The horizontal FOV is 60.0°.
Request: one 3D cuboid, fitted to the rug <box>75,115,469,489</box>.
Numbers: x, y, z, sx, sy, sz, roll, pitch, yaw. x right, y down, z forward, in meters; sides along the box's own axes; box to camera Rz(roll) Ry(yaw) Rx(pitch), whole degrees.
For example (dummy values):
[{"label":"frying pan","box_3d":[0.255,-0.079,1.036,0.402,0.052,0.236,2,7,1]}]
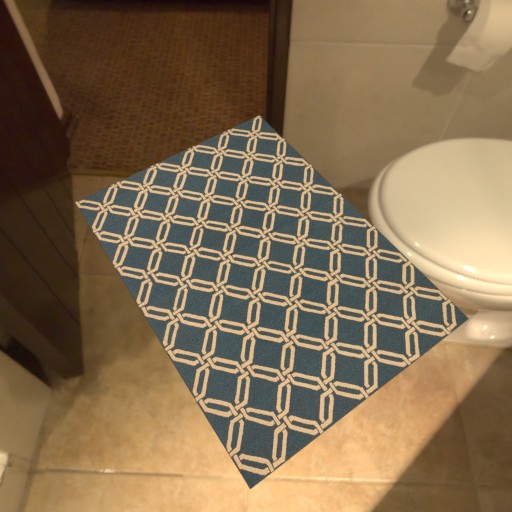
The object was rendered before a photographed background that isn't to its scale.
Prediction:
[{"label":"rug","box_3d":[0.000,0.000,4.417,2.432,0.018,3.342,-30,63,-18]}]
